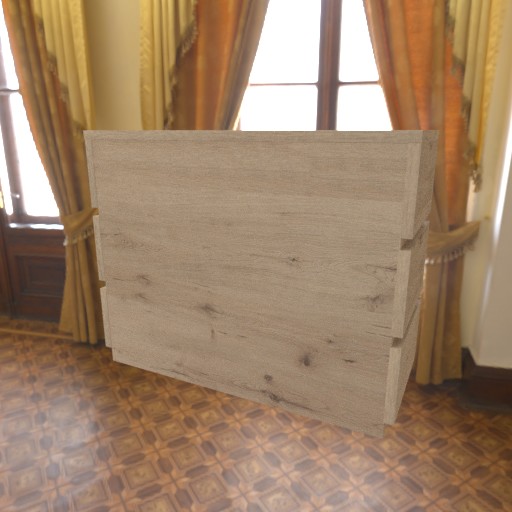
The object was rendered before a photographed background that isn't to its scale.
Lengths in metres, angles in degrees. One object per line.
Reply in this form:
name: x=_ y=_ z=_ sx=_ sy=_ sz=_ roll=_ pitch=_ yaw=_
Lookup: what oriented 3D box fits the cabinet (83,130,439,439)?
cabinet: x=0.000 y=0.000 z=1.504 sx=1.040 sy=0.820 sz=0.420 roll=8 pitch=17 yaw=25
